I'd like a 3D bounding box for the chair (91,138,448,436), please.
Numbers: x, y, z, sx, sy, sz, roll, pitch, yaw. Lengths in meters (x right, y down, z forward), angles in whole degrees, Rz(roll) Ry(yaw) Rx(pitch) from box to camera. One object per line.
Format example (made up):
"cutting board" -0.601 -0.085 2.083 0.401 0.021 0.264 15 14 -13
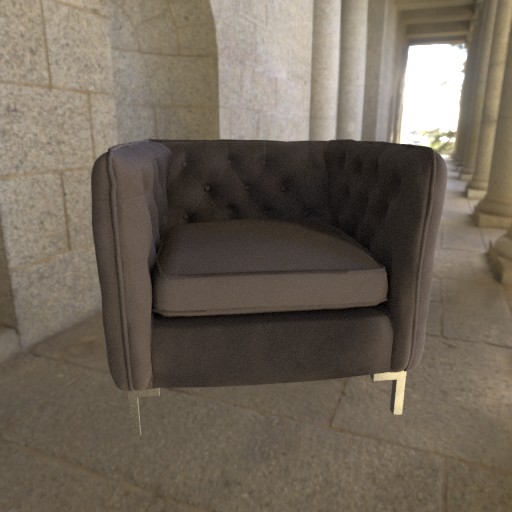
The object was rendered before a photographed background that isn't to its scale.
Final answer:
"chair" 0.000 0.000 1.603 0.946 0.807 0.913 -2 16 -7
